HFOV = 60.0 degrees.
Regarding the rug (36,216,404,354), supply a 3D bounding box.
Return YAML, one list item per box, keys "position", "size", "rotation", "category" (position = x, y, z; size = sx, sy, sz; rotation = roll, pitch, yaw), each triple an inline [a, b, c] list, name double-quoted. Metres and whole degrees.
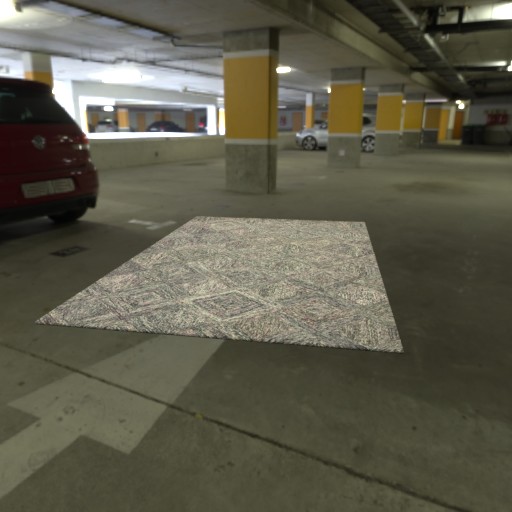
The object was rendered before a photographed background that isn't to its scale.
- position: [0.000, 0.000, 2.839]
  size: [1.501, 0.017, 2.298]
  rotation: [3, 17, 9]
  category: "rug"
